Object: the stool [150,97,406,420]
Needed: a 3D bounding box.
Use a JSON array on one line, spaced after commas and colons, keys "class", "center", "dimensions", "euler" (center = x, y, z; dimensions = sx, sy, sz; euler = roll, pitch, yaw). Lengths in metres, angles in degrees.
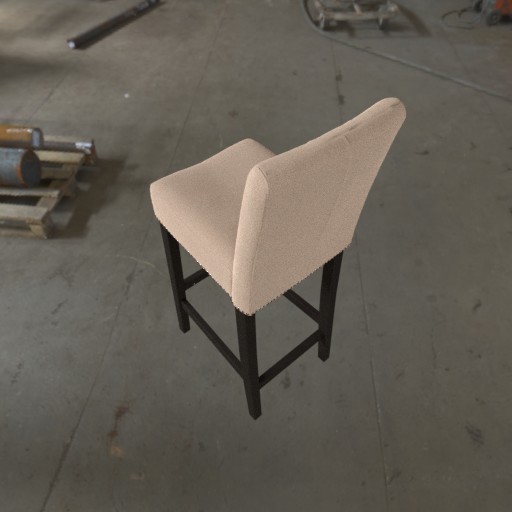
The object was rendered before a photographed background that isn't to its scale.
[{"class": "stool", "center": [0.000, 0.000, 1.334], "dimensions": [0.411, 1.047, 0.548], "euler": [-33, 54, -27]}]
